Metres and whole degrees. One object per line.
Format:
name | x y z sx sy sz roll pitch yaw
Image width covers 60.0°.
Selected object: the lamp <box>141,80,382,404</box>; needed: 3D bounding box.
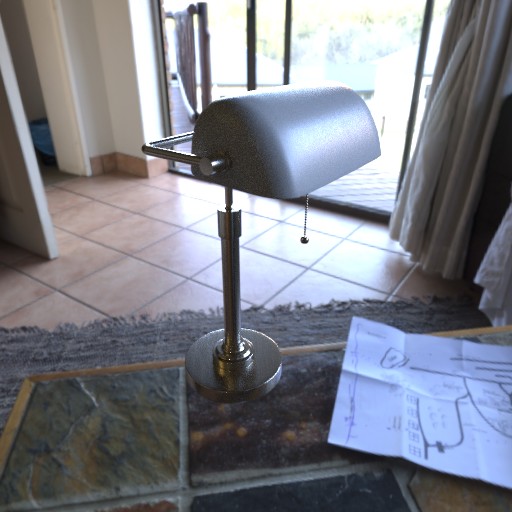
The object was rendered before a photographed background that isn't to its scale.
lamp | 0.000 0.000 0.554 0.227 0.404 0.269 19 32 32
